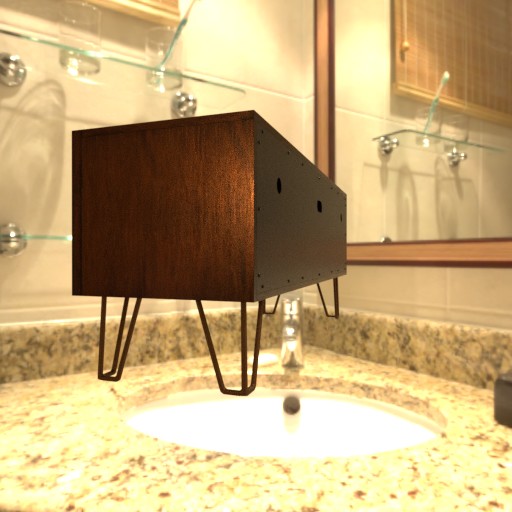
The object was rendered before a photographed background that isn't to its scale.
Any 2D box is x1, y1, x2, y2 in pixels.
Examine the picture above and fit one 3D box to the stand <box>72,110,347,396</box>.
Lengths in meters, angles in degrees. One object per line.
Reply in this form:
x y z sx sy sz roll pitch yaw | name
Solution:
0.000 0.000 1.643 0.481 0.610 1.372 0 0 19 | stand
